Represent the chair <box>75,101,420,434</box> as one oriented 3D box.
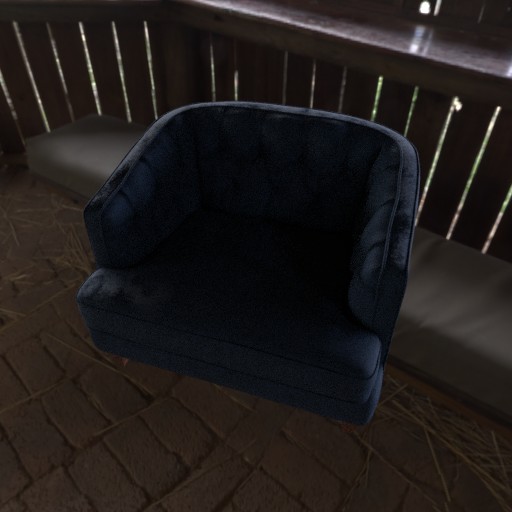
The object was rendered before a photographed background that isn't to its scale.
[{"bbox_3d":[0.000,0.000,1.728,1.094,0.852,0.940,12,42,14],"label":"chair"}]
